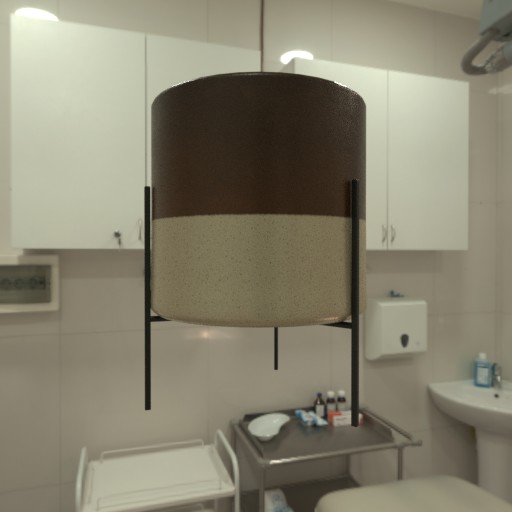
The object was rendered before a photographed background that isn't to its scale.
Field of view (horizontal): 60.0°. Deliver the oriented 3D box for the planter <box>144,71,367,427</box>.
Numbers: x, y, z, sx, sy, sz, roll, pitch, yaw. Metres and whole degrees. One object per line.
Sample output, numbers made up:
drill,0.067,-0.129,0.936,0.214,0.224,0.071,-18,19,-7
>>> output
planter,0.000,0.000,0.724,0.354,0.465,0.345,0,1,-18
